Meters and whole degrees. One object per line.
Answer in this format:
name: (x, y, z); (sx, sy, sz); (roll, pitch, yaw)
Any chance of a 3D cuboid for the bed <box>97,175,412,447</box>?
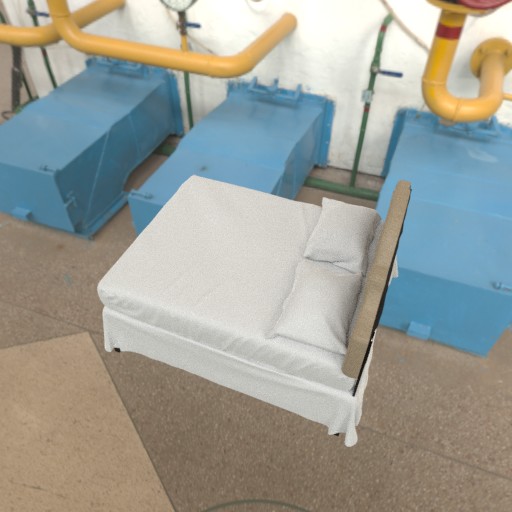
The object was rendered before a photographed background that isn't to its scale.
bed: (0.000, 0.000, 3.480); (2.222, 1.634, 1.780); (16, 48, 15)
